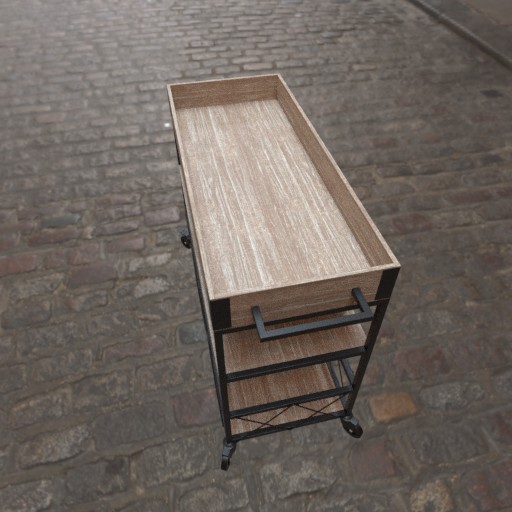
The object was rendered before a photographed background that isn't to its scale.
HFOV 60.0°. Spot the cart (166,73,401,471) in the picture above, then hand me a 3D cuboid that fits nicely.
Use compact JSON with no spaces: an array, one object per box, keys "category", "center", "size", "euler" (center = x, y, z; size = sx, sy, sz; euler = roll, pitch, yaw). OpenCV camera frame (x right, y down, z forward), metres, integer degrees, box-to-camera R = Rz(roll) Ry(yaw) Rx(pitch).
[{"category":"cart","center":[0.000,0.000,1.485],"size":[0.500,0.787,1.101],"euler":[-9,46,-9]}]
